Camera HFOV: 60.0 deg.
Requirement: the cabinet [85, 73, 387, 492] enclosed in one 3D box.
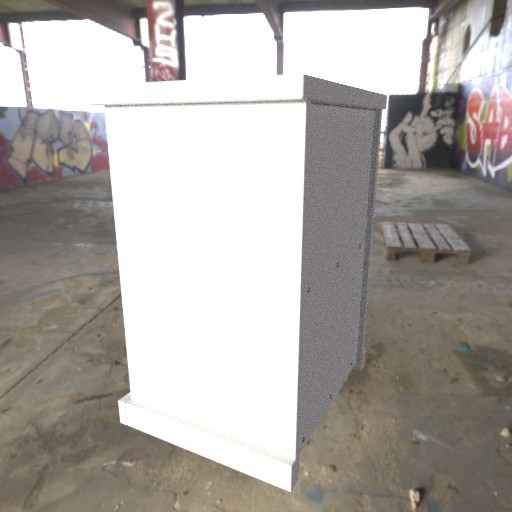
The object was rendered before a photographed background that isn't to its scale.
[{"bbox_3d":[0.000,0.000,1.032,0.431,0.723,0.520,9,19,27],"label":"cabinet"}]
